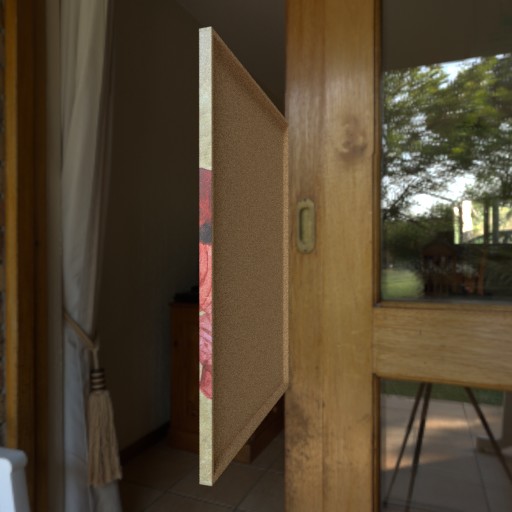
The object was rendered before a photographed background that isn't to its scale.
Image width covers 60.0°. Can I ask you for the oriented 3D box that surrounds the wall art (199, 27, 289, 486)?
[{"bbox_3d":[0.000,0.000,1.346,0.031,1.015,0.762,0,0,17],"label":"wall art"}]
